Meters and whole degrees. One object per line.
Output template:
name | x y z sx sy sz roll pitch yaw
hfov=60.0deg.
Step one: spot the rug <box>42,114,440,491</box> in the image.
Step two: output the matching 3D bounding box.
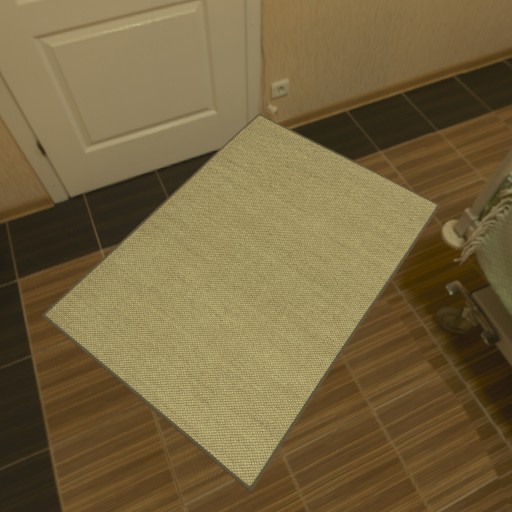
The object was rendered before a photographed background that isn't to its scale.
rug | 0.000 0.000 2.775 1.523 0.012 2.133 32 64 18
